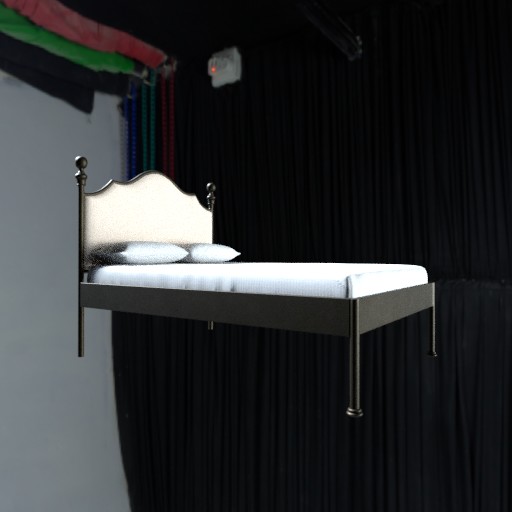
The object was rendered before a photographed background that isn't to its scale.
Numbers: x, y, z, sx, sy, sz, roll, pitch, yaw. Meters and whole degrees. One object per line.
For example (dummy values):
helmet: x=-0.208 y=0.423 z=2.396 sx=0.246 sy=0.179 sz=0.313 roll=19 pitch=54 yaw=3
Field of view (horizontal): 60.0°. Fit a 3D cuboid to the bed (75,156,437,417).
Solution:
bed: x=0.000 y=0.000 z=3.218 sx=2.170 sy=1.462 sz=1.533 roll=0 pitch=0 yaw=35
